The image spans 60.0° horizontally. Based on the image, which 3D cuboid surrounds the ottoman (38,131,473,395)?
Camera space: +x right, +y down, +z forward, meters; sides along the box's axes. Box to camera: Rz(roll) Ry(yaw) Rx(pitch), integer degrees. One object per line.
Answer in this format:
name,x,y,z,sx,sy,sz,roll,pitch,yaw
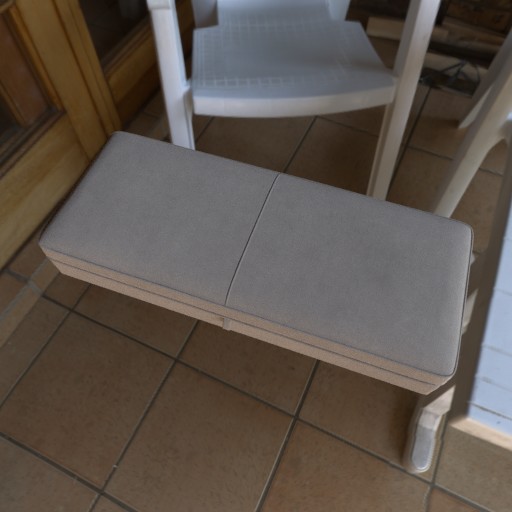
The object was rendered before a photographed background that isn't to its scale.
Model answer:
ottoman,0.000,0.000,1.984,1.726,0.460,0.735,17,61,10
